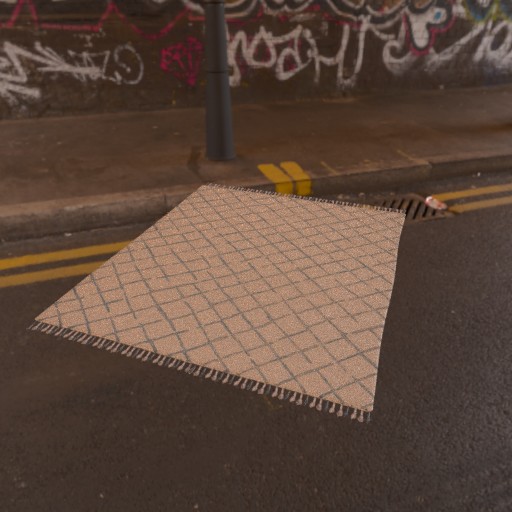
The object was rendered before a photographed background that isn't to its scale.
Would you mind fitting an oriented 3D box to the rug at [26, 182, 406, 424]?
[{"bbox_3d":[0.000,0.000,4.782,2.892,0.036,3.585,11,32,17],"label":"rug"}]
